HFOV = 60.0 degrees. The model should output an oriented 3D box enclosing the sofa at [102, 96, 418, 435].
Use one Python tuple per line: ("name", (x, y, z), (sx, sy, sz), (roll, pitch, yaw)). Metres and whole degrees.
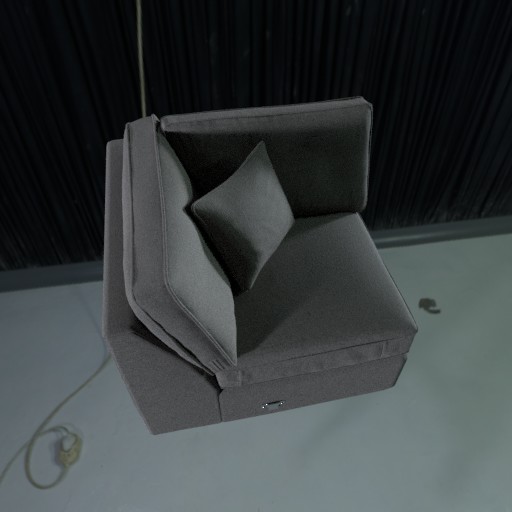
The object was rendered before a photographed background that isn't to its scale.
("sofa", (0.000, 0.000, 1.939), (1.146, 1.002, 1.084), (-9, 48, -8))
